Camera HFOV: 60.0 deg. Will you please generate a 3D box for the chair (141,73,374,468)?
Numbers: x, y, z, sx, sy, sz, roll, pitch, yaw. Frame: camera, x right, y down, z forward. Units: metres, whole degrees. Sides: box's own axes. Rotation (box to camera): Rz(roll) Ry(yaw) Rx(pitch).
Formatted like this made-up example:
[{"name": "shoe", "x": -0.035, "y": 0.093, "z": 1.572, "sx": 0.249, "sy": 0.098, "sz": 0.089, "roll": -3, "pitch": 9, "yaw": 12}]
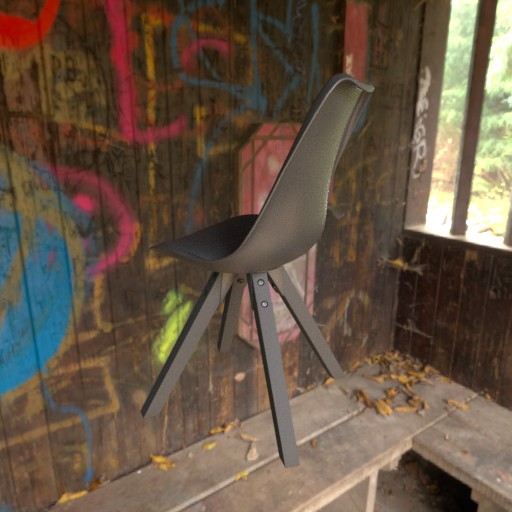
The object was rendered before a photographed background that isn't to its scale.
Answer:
[{"name": "chair", "x": 0.000, "y": 0.000, "z": 1.167, "sx": 0.530, "sy": 0.850, "sz": 0.485, "roll": 8, "pitch": 18, "yaw": 25}]
